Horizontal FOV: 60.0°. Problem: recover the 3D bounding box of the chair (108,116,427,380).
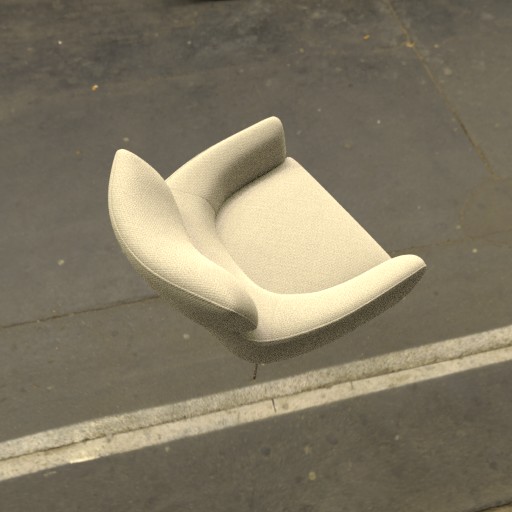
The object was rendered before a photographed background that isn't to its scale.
[{"bbox_3d":[0.000,0.000,1.424,0.730,0.810,0.760,-30,63,-17],"label":"chair"}]
